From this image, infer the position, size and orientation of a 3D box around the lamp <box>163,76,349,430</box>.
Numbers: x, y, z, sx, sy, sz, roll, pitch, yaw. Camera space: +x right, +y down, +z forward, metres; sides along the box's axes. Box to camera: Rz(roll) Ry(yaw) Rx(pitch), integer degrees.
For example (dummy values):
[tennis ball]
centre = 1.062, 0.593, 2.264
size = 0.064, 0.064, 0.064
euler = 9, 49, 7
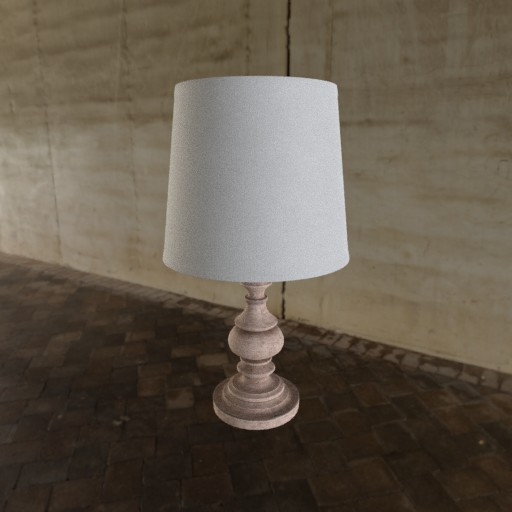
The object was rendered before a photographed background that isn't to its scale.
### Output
[lamp]
centre = 0.000, 0.000, 0.662
size = 0.273, 0.497, 0.273
euler = 0, 14, 0
